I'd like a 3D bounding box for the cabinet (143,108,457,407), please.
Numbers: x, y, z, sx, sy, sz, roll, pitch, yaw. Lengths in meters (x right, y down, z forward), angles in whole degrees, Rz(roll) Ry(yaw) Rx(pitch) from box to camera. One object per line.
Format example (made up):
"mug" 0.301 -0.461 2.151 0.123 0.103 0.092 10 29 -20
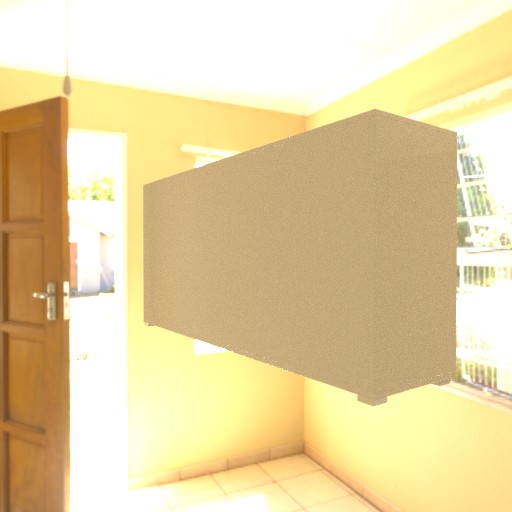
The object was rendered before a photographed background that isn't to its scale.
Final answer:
"cabinet" 0.000 0.000 1.972 0.400 0.800 1.650 0 1 -36
